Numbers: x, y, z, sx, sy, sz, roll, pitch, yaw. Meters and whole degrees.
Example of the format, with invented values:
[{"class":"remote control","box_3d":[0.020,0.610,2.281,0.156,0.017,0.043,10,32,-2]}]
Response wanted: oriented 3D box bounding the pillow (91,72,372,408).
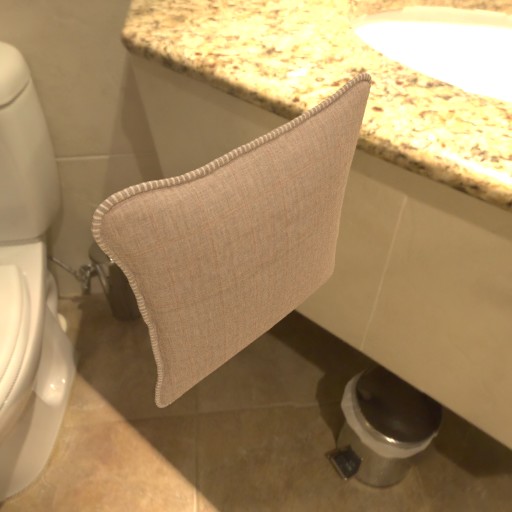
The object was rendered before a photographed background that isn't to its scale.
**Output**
[{"class":"pillow","box_3d":[0.000,0.000,0.748,0.485,0.494,0.124,-34,56,-27]}]
